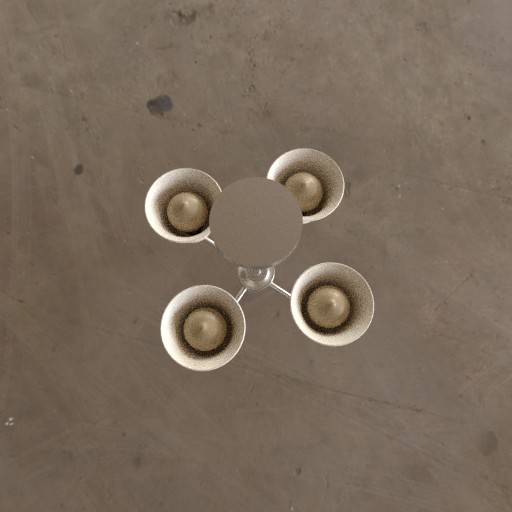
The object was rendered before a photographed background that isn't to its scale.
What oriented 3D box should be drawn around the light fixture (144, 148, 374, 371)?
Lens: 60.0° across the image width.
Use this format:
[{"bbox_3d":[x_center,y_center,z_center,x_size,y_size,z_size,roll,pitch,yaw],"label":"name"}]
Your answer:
[{"bbox_3d":[0.000,0.000,0.747,0.427,0.370,0.427,34,78,8],"label":"light fixture"}]
